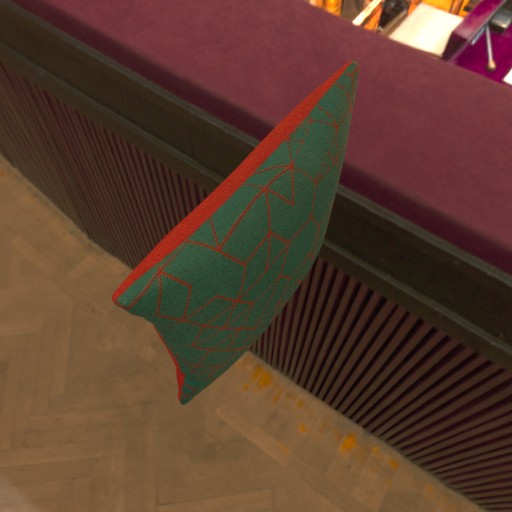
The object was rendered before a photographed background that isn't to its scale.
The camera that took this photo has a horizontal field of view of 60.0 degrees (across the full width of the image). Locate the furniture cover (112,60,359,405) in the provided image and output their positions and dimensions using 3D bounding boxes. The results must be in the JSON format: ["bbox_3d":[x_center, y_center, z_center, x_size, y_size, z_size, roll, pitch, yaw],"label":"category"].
[{"bbox_3d":[0.000,0.000,0.801,0.158,0.508,0.517,33,65,18],"label":"furniture cover"}]
